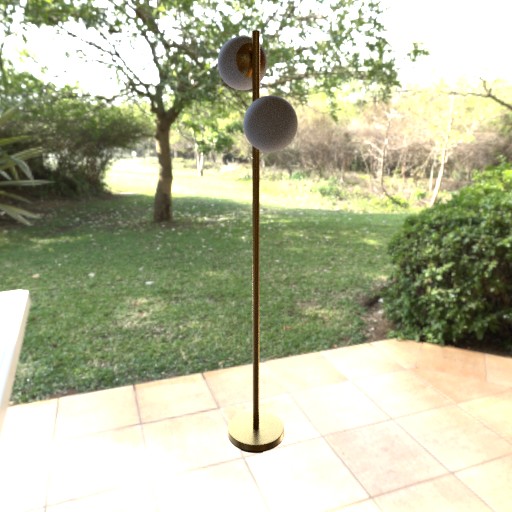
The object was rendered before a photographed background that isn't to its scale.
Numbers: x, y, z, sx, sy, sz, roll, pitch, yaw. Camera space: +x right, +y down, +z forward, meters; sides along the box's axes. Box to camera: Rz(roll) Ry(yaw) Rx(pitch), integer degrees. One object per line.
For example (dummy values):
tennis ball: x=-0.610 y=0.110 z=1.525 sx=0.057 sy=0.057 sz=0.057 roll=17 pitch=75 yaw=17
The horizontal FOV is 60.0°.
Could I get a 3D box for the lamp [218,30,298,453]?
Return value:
lamp: x=0.000 y=0.000 z=1.763 sx=0.249 sy=1.641 sz=0.419 roll=-7 pitch=16 yaw=-25
